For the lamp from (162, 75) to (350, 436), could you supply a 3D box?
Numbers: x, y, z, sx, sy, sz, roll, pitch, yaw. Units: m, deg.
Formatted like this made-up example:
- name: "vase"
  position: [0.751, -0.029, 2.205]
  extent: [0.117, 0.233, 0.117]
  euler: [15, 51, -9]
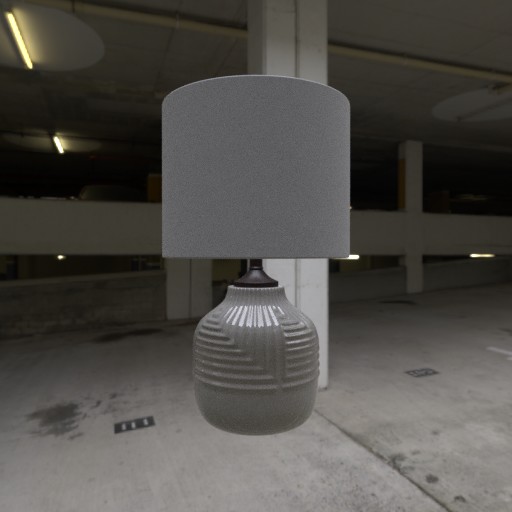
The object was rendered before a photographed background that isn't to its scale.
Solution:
- name: "lamp"
  position: [0.000, 0.000, 0.767]
  extent: [0.318, 0.567, 0.318]
  euler: [0, 1, 0]
